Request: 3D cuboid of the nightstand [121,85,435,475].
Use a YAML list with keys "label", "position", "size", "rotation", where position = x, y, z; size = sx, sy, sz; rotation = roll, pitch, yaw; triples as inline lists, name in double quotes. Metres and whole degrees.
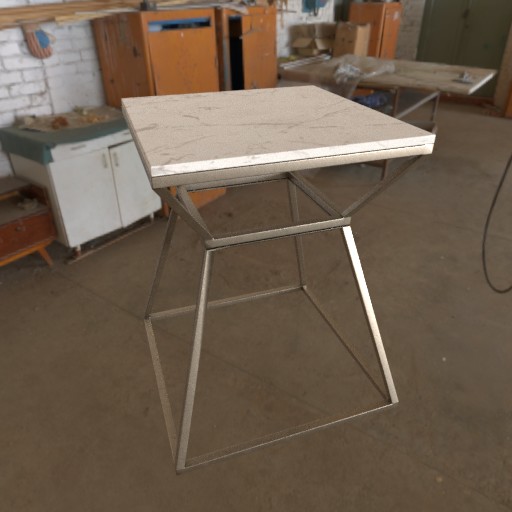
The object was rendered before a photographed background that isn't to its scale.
- label: "nightstand"
  position: [0.000, 0.000, 0.883]
  size: [0.455, 0.554, 0.455]
  rotation: [-10, 33, -16]
